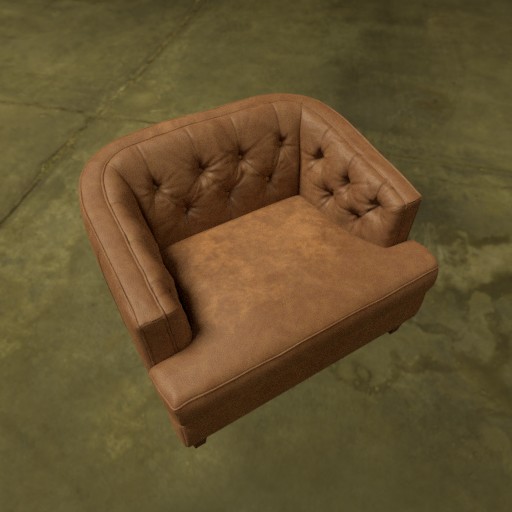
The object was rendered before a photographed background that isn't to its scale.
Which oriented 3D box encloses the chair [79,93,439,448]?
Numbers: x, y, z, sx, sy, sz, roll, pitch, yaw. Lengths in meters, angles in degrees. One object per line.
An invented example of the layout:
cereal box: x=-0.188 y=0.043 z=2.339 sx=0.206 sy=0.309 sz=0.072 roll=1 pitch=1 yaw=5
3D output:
chair: x=0.000 y=0.000 z=1.753 sx=1.119 sy=0.836 sz=0.911 roll=-24 pitch=51 yaw=-21
